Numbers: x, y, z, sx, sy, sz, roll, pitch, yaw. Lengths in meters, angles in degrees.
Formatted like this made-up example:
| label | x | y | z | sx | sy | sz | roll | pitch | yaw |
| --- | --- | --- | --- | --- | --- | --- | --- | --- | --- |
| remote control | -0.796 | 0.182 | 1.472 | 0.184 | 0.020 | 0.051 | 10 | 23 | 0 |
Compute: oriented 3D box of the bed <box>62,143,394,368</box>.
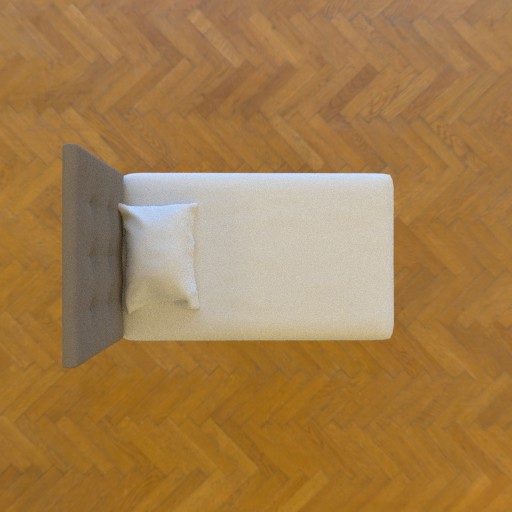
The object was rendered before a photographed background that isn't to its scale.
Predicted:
| label | x | y | z | sx | sy | sz | roll | pitch | yaw |
| --- | --- | --- | --- | --- | --- | --- | --- | --- | --- |
| bed | 0.000 | 0.000 | 3.009 | 1.997 | 1.571 | 1.261 | 0 | 90 | -1 |
